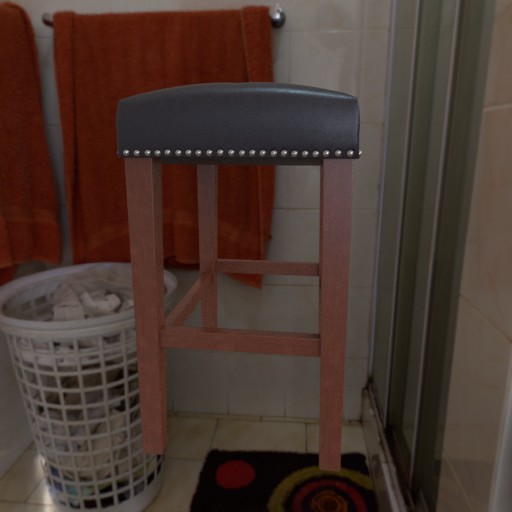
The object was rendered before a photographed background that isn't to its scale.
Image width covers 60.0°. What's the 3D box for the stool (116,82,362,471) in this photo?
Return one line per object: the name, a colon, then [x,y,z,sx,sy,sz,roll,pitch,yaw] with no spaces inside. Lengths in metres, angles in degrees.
stool: [0.000,0.000,0.951,0.372,0.654,0.504,2,15,7]
